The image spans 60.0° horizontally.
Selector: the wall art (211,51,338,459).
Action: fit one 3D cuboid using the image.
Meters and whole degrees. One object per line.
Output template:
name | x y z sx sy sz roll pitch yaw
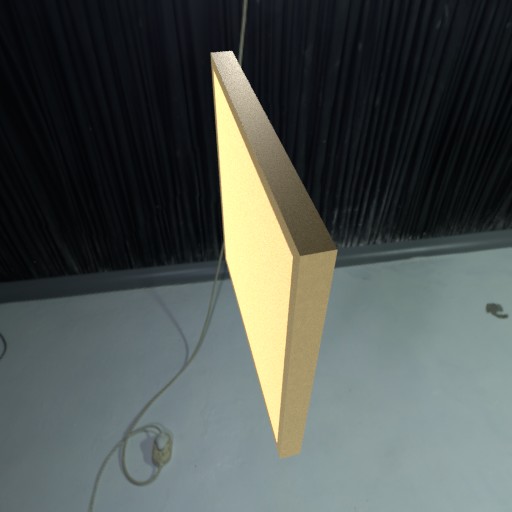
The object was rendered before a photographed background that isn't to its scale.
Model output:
wall art | 0.000 0.000 1.962 0.095 1.284 1.284 -10 46 -10
